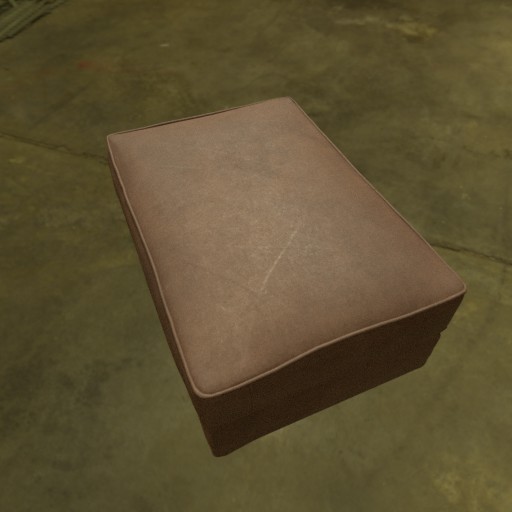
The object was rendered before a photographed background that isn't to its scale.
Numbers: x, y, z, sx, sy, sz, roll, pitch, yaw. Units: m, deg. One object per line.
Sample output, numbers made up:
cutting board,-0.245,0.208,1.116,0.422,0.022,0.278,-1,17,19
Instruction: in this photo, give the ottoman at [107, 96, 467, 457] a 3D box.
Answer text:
ottoman,0.000,0.000,1.203,0.596,0.481,0.860,-18,51,-15
